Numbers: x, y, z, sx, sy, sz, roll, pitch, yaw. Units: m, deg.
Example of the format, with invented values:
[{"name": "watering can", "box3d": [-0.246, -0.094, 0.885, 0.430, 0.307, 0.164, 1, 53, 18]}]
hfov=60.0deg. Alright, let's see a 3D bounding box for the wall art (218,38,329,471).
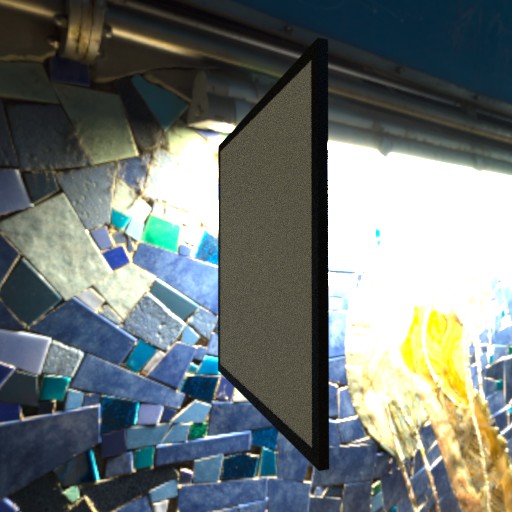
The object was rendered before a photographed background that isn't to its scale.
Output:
[{"name": "wall art", "box3d": [0.000, 0.000, 1.212, 0.022, 0.807, 0.807, 0, -1, -18]}]
